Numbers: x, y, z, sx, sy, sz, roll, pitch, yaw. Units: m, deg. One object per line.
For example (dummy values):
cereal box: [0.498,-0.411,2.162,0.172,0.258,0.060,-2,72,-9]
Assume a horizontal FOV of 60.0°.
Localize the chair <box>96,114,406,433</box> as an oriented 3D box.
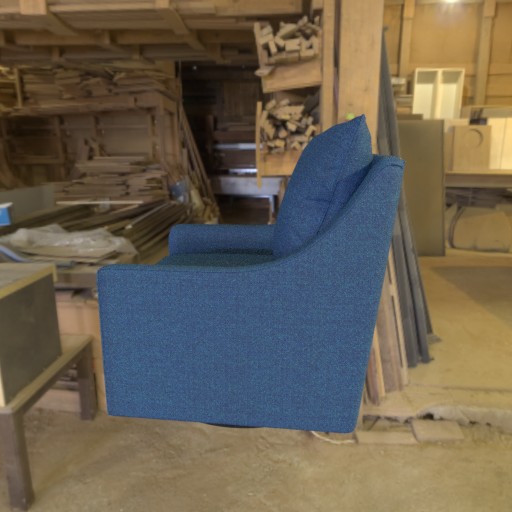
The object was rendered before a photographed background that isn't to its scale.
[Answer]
chair: [0.000,0.000,1.607,0.870,0.939,0.750,2,14,7]
